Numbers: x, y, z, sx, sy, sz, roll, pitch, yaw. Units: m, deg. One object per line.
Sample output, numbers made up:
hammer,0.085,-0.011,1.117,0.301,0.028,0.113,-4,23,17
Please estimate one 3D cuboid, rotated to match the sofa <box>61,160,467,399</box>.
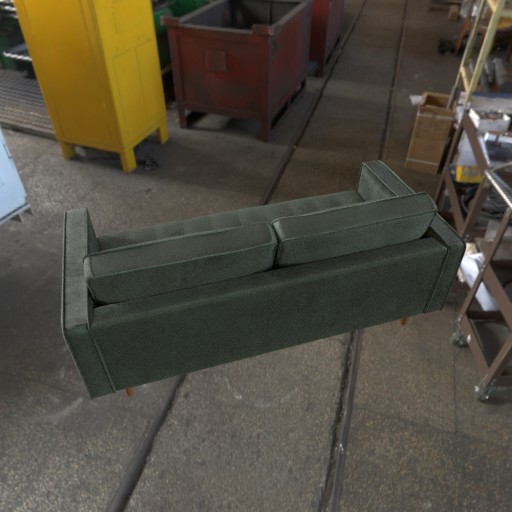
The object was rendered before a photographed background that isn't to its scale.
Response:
sofa,0.000,0.000,2.284,1.816,0.781,0.886,-11,42,-13
